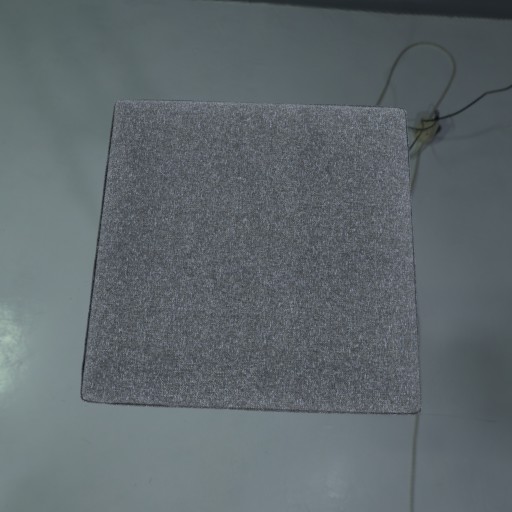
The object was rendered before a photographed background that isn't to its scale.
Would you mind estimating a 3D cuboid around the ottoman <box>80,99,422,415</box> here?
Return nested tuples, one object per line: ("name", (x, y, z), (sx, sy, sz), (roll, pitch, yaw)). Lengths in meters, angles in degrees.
("ottoman", (0.000, 0.000, 1.564), (1.021, 0.423, 1.017), (2, 76, 1))
